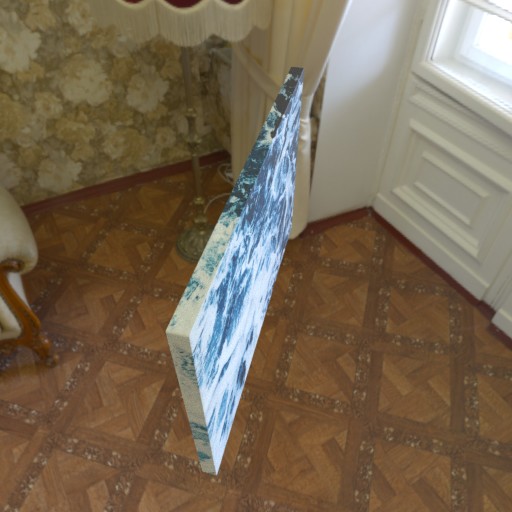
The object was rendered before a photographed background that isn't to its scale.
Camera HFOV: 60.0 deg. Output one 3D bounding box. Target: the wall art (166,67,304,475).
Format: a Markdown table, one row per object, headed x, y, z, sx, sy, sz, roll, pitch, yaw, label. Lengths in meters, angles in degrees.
| x | y | z | sx | sy | sz | roll | pitch | yaw | label |
| --- | --- | --- | --- | --- | --- | --- | --- | --- | --- |
| 0.000 | 0.000 | 1.161 | 0.042 | 0.610 | 0.915 | 11 | 48 | 10 | wall art |
